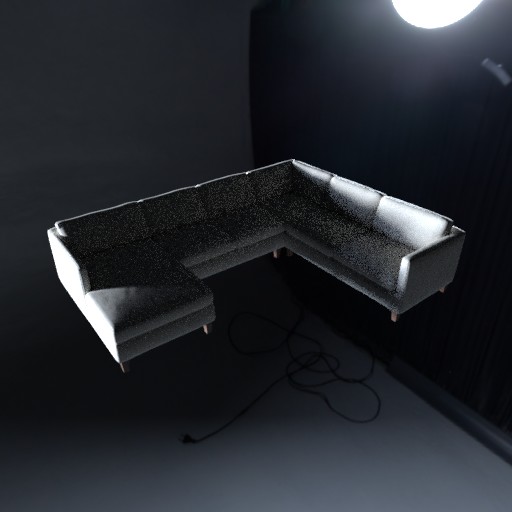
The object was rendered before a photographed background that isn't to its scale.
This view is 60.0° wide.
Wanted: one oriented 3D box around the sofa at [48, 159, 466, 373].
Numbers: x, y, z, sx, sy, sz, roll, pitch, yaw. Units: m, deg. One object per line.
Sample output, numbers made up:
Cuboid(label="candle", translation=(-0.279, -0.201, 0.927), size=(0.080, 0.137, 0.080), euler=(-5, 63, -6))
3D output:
Cuboid(label="sofa", translation=(0.000, 0.000, 4.416), size=(3.238, 0.853, 2.551), euler=(-21, 37, -32))
